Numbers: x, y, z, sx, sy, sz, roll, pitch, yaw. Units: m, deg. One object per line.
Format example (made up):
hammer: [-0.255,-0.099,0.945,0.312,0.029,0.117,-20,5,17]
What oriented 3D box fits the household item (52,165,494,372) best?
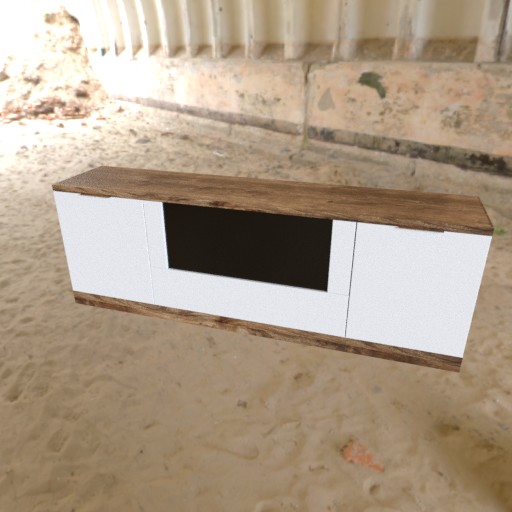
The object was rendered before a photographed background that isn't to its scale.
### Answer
household item: [0.000,0.000,2.025,1.800,0.615,0.390,7,26,16]
